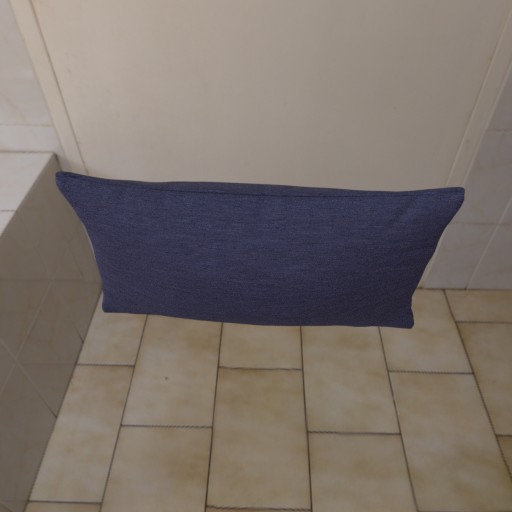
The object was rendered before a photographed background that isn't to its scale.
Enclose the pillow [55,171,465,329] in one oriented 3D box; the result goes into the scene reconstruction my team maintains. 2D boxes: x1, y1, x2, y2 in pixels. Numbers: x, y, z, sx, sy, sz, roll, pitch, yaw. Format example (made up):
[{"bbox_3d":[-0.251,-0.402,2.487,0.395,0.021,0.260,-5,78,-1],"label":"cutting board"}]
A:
[{"bbox_3d":[0.000,0.000,0.796,0.633,0.338,0.210,3,45,3],"label":"pillow"}]
